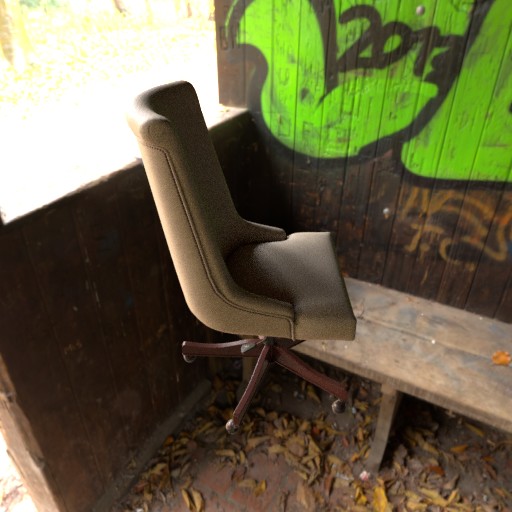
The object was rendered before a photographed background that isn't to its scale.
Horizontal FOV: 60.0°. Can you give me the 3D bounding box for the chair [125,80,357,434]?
[{"bbox_3d":[0.000,0.000,1.452,0.696,1.010,0.645,0,33,0],"label":"chair"}]
